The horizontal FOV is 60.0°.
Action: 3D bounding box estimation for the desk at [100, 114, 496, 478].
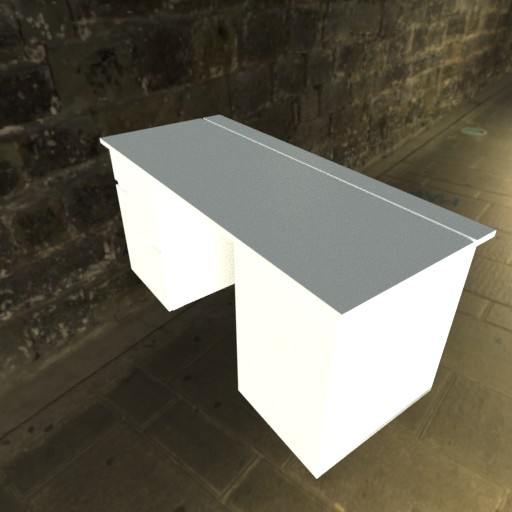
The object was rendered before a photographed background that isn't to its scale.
[{"bbox_3d":[0.000,0.000,1.934,0.670,0.760,1.580,-22,39,-30],"label":"desk"}]
